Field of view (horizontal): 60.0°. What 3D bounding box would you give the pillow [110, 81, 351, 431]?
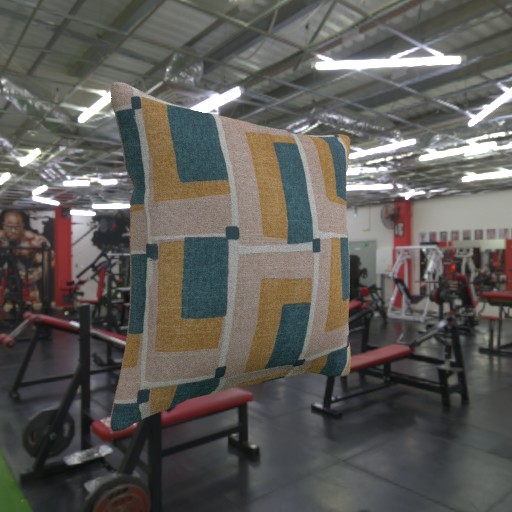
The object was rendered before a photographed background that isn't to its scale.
[{"bbox_3d":[0.000,0.000,0.737,0.478,0.479,0.158,0,0,-36],"label":"pillow"}]
